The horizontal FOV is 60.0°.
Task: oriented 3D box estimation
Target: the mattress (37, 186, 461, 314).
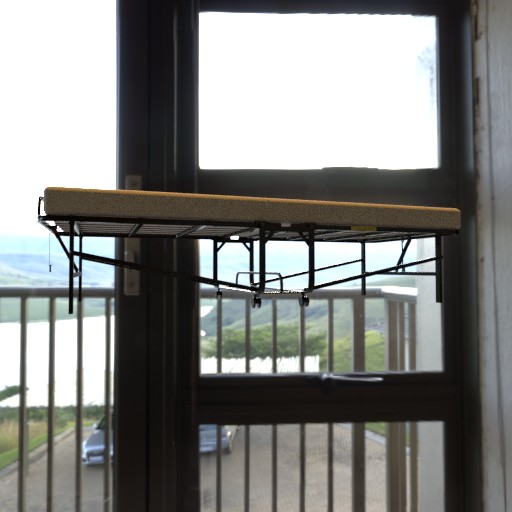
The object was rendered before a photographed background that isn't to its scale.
[{"bbox_3d":[0.000,0.000,2.501,2.153,0.519,0.922,1,-2,-19],"label":"mattress"}]
